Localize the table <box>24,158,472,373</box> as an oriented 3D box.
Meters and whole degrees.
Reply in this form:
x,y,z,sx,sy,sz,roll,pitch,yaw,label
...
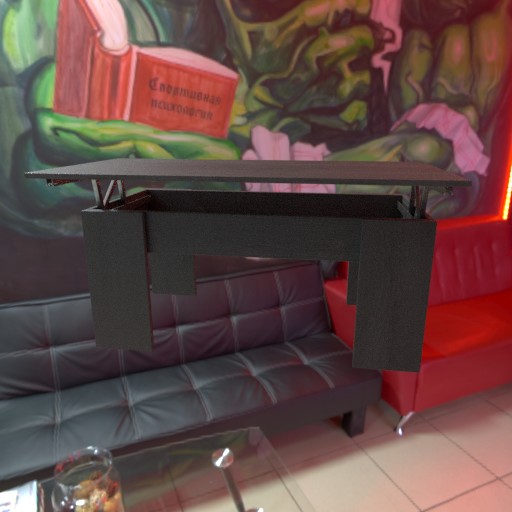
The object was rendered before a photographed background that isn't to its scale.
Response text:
x,y,z,sx,sy,sz,roll,pitch,yaw,label
0.000,0.000,1.390,1.000,0.570,0.711,3,17,9,table
